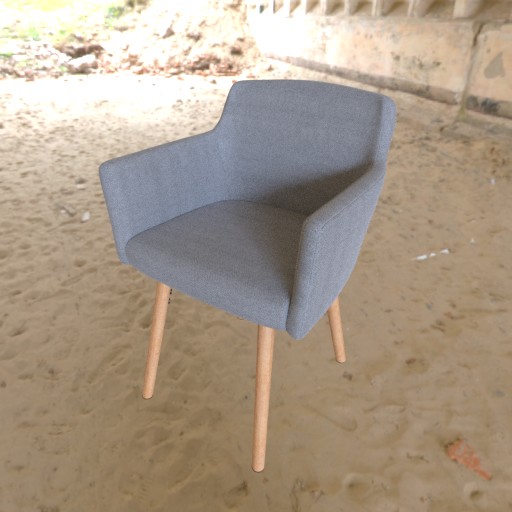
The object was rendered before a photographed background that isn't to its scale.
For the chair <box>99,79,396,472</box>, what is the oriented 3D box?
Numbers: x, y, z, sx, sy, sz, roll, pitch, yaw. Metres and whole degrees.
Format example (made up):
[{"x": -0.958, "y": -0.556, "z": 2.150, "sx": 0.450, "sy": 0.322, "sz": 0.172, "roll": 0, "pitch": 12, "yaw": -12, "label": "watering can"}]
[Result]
[{"x": 0.000, "y": 0.000, "z": 1.124, "sx": 0.570, "sy": 0.780, "sz": 0.540, "roll": 19, "pitch": 35, "yaw": 30, "label": "chair"}]
